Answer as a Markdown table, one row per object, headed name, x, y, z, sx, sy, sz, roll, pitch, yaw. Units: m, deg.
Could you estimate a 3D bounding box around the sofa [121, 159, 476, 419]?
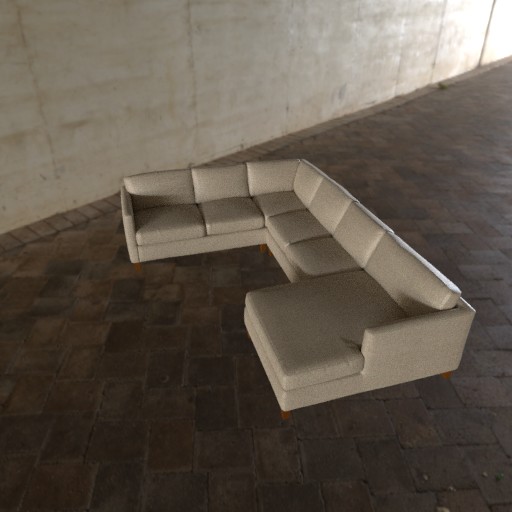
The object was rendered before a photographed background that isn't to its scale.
| name | x | y | z | sx | sy | sz | roll | pitch | yaw |
| --- | --- | --- | --- | --- | --- | --- | --- | --- | --- |
| sofa | 0.000 | 0.000 | 4.641 | 2.594 | 0.961 | 3.460 | -9 | 32 | -14 |
